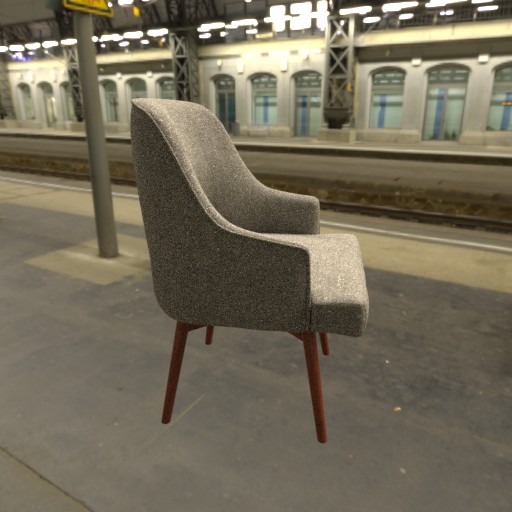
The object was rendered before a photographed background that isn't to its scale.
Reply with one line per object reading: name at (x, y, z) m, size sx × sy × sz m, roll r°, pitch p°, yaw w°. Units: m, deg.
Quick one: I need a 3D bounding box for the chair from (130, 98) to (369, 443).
chair at (0.000, 0.000, 1.301) m, size 0.629 × 0.875 × 0.608 m, roll 3°, pitch 19°, yaw 9°
